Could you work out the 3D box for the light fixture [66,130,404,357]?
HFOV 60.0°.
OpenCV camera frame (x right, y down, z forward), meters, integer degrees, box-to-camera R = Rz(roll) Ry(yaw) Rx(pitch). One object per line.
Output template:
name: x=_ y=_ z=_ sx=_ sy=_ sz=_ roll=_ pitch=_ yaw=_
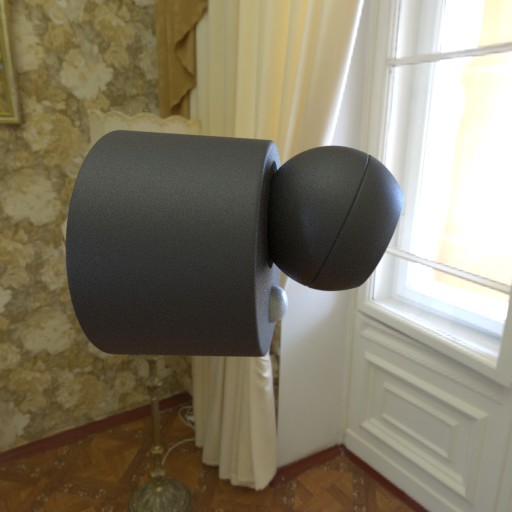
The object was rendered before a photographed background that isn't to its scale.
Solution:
light fixture: x=0.000 y=0.000 z=0.262 sx=0.160 sy=0.143 sz=0.134 roll=3 pitch=17 yaw=9
